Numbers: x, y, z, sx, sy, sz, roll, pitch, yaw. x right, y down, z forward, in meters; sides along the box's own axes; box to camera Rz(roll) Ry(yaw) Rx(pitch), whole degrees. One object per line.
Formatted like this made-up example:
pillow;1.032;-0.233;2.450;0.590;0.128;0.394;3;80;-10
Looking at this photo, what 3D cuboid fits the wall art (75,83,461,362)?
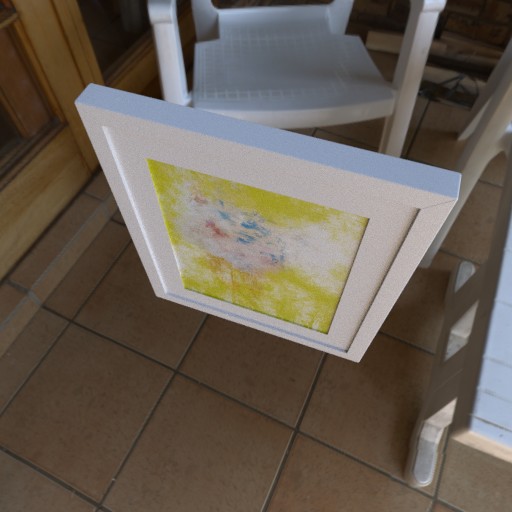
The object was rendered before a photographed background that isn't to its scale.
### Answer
wall art;0.000;0.000;0.529;0.331;0.381;0.028;17;60;10
